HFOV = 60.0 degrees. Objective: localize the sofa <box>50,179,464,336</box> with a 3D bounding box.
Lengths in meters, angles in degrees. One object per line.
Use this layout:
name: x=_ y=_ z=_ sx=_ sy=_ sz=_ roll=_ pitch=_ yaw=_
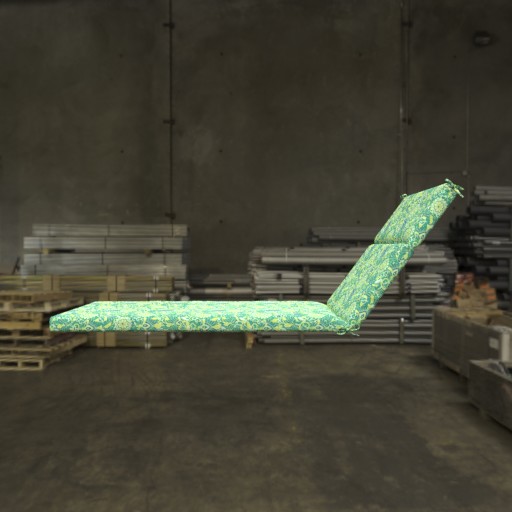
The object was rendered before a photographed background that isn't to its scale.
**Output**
sofa: x=0.000 y=0.000 z=2.017 sx=1.663 sy=0.622 sz=0.582 roll=0 pitch=1 yaw=0
